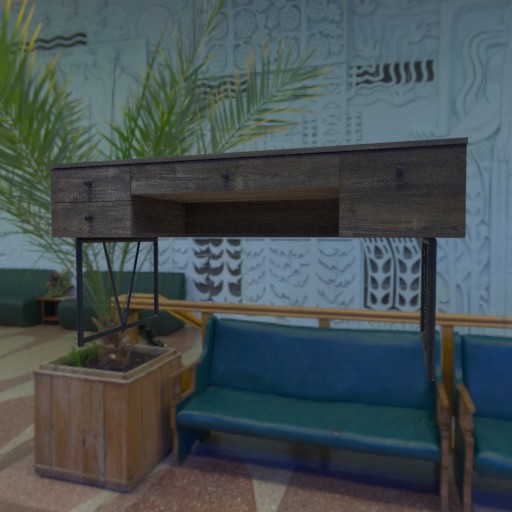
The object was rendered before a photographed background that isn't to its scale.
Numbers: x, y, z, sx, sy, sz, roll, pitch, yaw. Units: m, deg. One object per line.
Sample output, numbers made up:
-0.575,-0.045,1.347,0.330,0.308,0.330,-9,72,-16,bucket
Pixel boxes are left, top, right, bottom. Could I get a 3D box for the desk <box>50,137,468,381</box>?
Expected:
0.000,0.000,1.955,1.600,0.780,0.730,1,3,18,desk
